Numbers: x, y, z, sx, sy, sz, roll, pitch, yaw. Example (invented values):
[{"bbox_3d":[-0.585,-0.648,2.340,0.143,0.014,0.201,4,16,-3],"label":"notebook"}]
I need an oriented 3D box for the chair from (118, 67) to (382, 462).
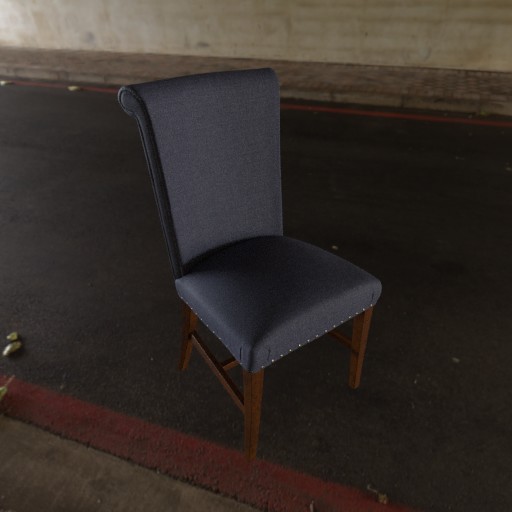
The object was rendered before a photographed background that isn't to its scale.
[{"bbox_3d":[0.000,0.000,1.371,0.513,0.988,0.608,-22,38,-31],"label":"chair"}]
